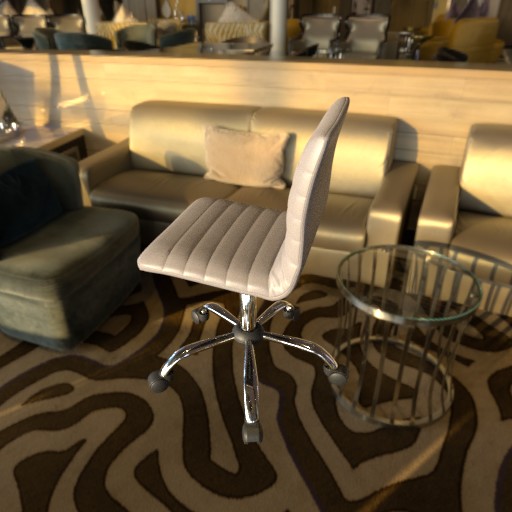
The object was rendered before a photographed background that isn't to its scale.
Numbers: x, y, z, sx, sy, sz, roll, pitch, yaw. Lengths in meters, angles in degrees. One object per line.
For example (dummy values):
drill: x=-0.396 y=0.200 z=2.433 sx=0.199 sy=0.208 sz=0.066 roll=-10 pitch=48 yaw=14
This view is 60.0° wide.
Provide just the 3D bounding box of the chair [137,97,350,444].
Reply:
chair: x=0.000 y=0.000 z=1.138 sx=0.542 sy=0.750 sz=0.569 roll=8 pitch=30 yaw=13
